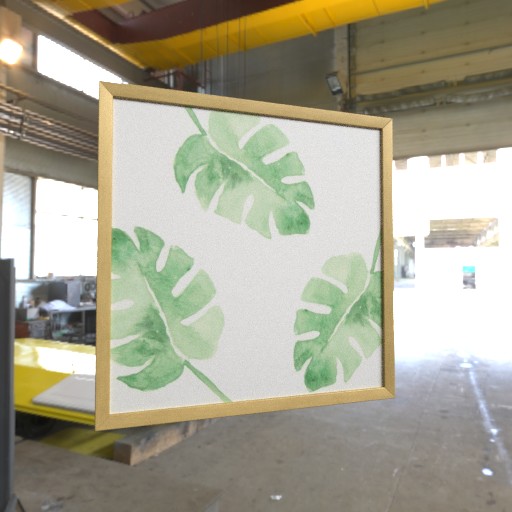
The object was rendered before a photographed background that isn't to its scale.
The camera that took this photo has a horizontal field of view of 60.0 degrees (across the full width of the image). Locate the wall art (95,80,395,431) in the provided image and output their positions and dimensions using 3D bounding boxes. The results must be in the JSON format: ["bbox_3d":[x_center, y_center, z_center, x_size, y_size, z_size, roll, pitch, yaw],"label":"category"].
[{"bbox_3d":[0.000,0.000,0.451,0.305,0.305,0.038,1,-2,-19],"label":"wall art"}]
